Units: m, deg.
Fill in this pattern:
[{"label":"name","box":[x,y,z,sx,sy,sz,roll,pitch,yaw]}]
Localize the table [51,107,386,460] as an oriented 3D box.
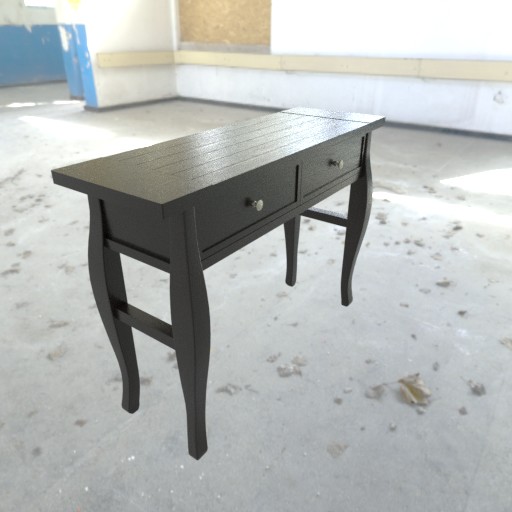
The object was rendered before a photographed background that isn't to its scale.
[{"label":"table","box":[0.000,0.000,1.450,0.373,0.768,1.062,19,33,32]}]
